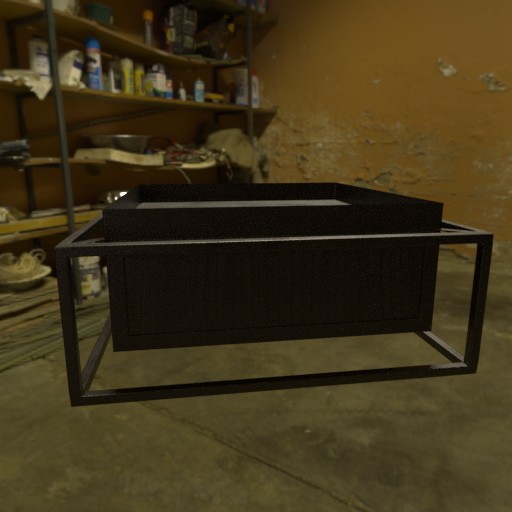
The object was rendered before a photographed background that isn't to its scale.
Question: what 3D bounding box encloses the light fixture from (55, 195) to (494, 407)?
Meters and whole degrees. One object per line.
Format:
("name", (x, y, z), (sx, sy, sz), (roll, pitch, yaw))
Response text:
("light fixture", (0.000, 0.000, 0.663), (0.441, 0.191, 0.441), (-2, 13, -9))
